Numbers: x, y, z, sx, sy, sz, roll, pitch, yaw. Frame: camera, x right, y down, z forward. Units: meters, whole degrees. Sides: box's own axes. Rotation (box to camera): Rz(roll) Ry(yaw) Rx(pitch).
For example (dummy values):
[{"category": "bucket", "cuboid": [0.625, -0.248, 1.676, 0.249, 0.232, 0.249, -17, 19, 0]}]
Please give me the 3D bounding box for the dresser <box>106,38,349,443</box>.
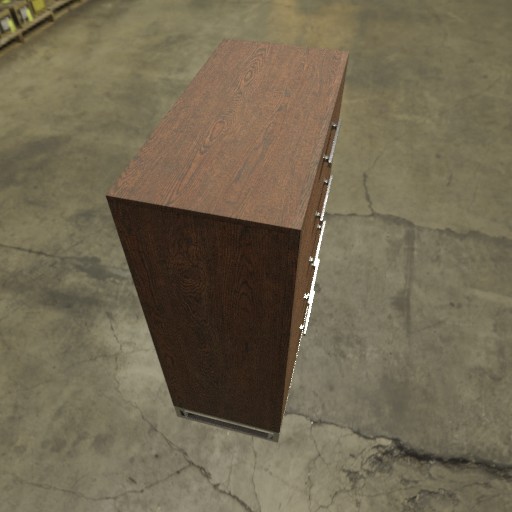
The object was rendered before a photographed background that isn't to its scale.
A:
[{"category": "dresser", "cuboid": [0.000, 0.000, 1.830, 0.508, 1.321, 0.965, 11, 49, 10]}]
